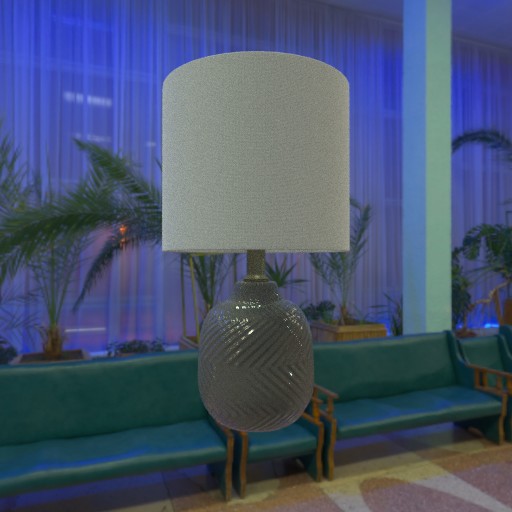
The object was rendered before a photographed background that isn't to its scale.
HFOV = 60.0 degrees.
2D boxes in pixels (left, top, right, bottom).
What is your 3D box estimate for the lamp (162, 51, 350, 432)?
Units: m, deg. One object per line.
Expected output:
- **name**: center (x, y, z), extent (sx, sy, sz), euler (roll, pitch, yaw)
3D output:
- **lamp**: center (0.000, 0.000, 0.499), extent (0.207, 0.366, 0.207), euler (0, -1, -19)
